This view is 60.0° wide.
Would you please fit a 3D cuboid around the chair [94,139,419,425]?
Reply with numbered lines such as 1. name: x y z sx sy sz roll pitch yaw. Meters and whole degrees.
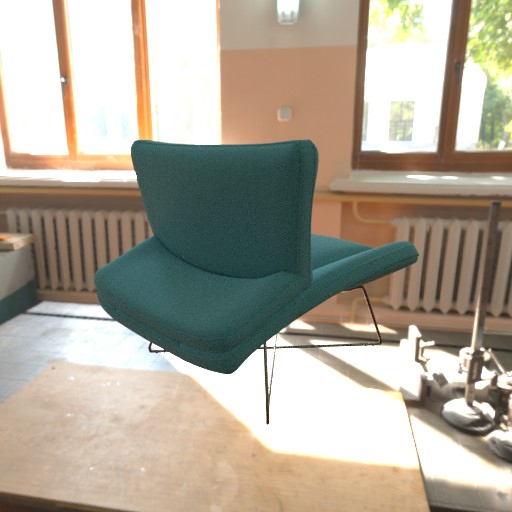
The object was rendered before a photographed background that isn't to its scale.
1. chair: 0.000 0.000 1.683 1.008 0.855 0.859 -14 20 -43
